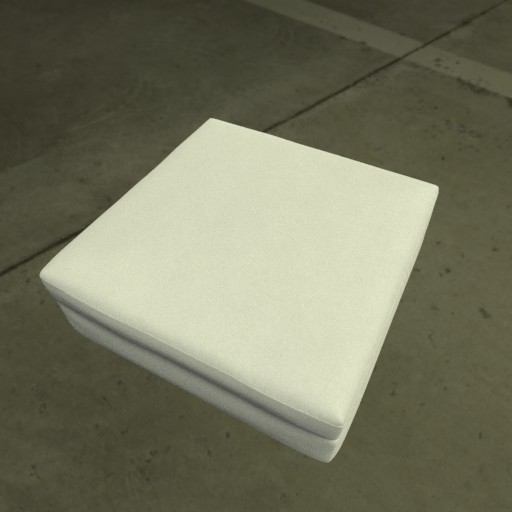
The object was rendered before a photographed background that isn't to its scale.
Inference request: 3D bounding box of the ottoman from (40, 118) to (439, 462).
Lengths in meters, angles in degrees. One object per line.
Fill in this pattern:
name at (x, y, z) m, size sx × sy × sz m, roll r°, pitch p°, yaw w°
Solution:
ottoman at (0.000, 0.000, 1.812) m, size 1.167 × 0.482 × 1.163 m, roll 22°, pitch 52°, yaw 18°
